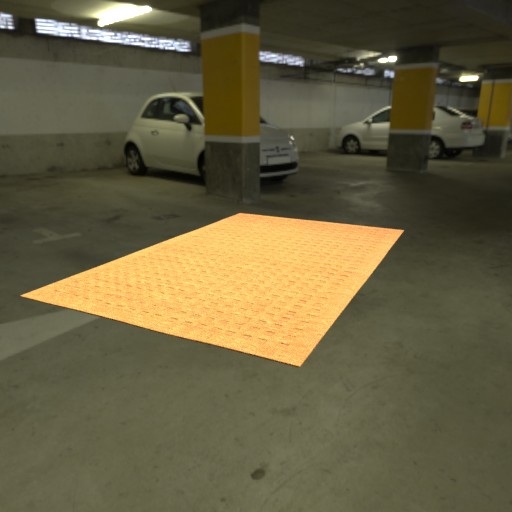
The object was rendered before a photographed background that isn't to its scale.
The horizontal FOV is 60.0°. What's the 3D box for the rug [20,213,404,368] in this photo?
[{"bbox_3d":[0.000,0.000,2.197,1.143,0.006,1.747,8,19,25],"label":"rug"}]
